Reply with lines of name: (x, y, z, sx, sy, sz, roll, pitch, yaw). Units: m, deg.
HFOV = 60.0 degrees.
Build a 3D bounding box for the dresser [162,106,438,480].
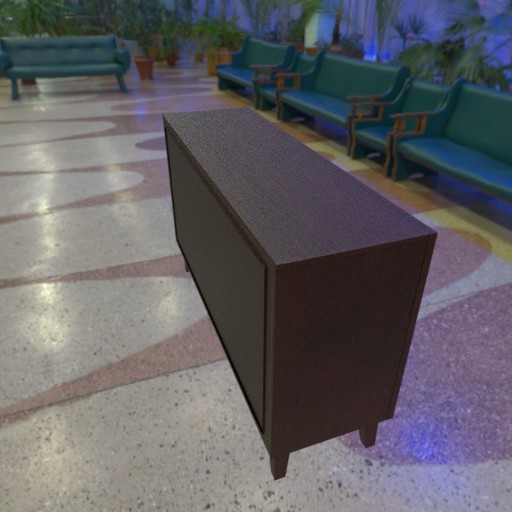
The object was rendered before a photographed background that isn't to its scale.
dresser: (0.000, 0.000, 2.064, 0.499, 0.971, 1.609, -11, 33, -17)
